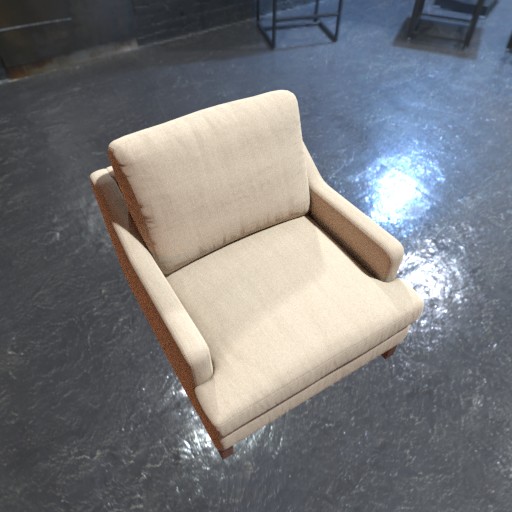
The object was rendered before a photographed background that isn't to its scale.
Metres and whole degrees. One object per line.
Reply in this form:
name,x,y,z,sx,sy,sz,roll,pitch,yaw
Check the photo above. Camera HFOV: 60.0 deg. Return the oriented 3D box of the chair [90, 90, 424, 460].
chair,0.000,0.000,1.727,0.912,0.916,1.001,-24,53,-20
